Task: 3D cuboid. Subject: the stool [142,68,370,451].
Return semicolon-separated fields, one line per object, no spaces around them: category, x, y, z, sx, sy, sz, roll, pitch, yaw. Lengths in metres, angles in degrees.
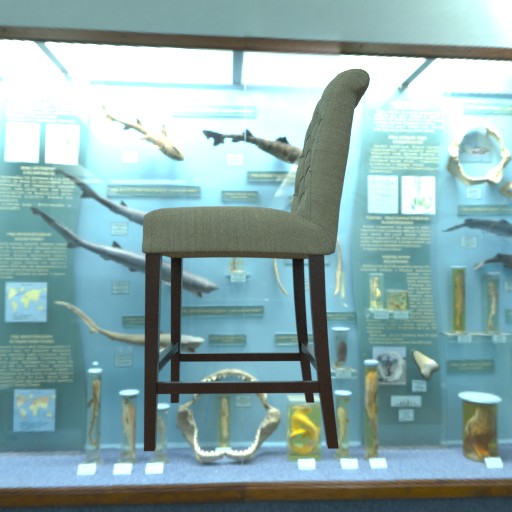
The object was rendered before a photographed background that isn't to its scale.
stool;0.000;0.000;1.468;0.660;1.084;0.486;0;-2;-1
